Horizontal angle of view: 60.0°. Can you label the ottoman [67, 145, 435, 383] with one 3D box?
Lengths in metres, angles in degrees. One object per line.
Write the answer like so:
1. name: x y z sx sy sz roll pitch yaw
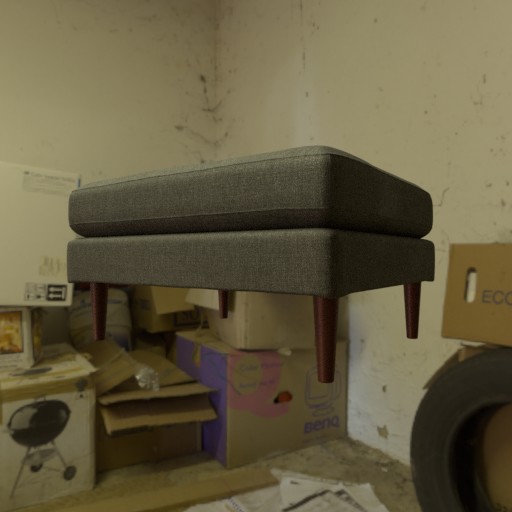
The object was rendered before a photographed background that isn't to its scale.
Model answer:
1. ottoman: 0.000 0.000 1.267 0.821 0.474 0.693 0 0 36
